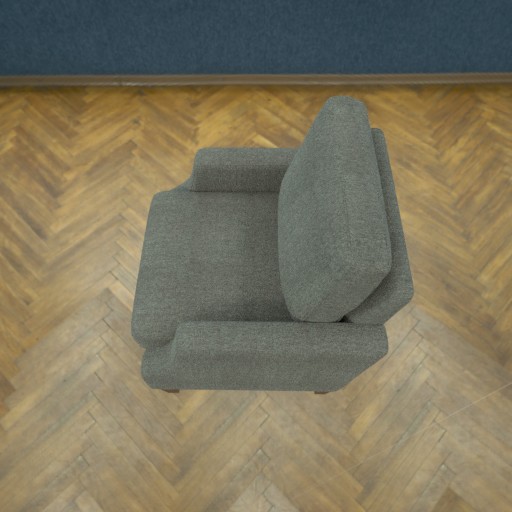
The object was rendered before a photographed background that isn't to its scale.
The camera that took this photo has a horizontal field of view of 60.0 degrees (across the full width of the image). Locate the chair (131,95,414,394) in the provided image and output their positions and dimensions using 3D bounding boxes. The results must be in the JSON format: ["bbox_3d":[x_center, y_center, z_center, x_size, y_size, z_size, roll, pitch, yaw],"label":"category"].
[{"bbox_3d":[0.000,0.000,1.675,0.897,0.993,0.855,0,59,0],"label":"chair"}]
